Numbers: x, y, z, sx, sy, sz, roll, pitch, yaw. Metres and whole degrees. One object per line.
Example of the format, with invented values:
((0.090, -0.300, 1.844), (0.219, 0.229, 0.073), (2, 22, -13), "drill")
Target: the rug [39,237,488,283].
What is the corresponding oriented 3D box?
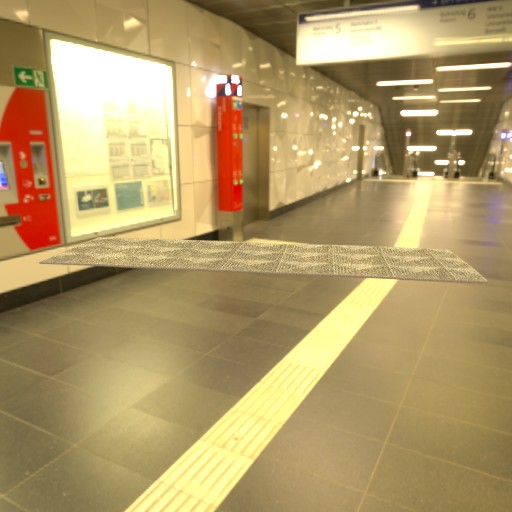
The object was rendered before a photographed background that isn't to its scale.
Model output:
((0.000, 0.000, 2.425), (2.182, 0.015, 0.645), (2, 14, 9), "rug")
